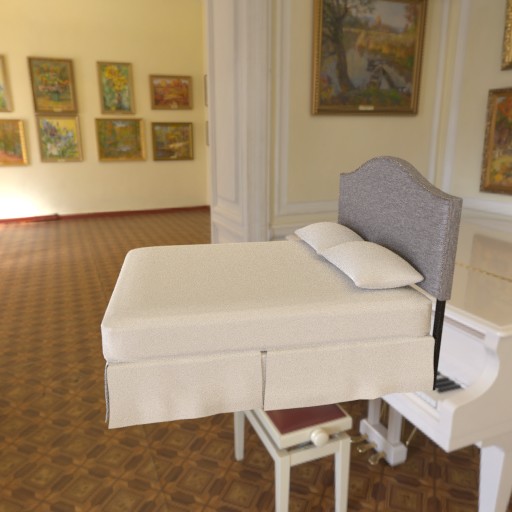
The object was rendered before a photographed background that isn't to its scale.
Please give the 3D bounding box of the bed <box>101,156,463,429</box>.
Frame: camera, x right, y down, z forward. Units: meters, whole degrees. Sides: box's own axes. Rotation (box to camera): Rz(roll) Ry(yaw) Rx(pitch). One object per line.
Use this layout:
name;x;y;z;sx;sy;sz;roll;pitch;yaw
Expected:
bed;0.000;0.000;2.972;1.870;1.295;1.610;-3;16;-10
